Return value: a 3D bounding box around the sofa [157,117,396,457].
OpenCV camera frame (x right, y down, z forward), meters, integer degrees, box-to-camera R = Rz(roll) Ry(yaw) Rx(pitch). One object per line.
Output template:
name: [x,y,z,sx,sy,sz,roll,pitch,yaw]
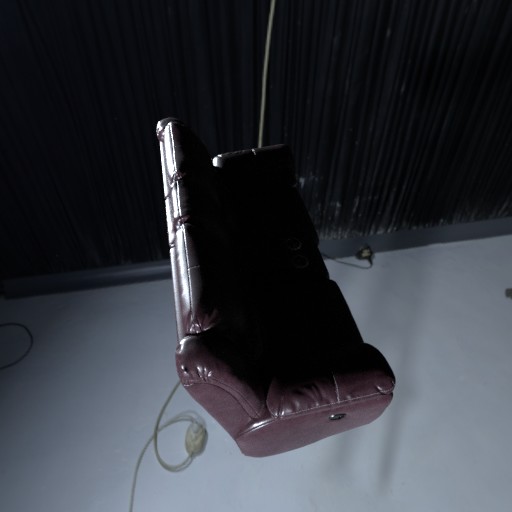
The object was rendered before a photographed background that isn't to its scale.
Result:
sofa: [0.000,0.000,2.678,0.991,1.043,2.058,-8,46,-8]
